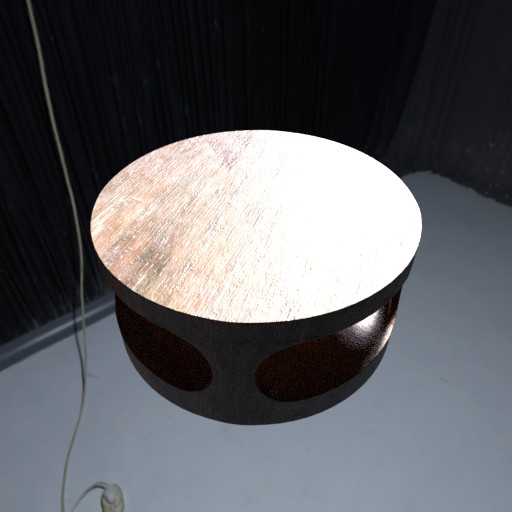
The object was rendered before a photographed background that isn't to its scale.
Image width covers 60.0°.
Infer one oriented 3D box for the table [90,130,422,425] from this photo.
[{"bbox_3d":[0.000,0.000,1.501,0.974,0.450,0.974,0,41,0],"label":"table"}]
